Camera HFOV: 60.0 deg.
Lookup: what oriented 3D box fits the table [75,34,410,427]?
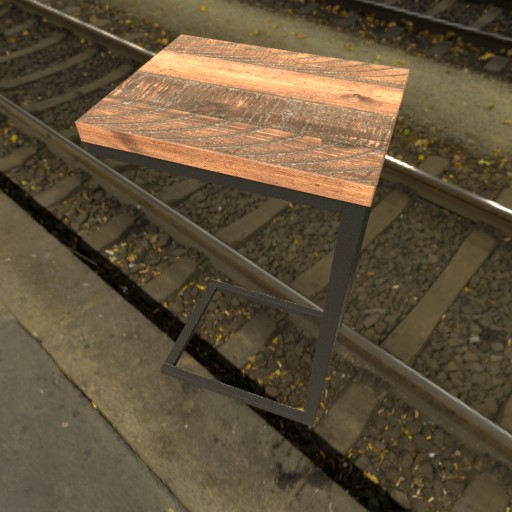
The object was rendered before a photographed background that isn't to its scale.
[{"bbox_3d":[0.000,0.000,0.926,0.414,0.718,0.323,15,49,14],"label":"table"}]
